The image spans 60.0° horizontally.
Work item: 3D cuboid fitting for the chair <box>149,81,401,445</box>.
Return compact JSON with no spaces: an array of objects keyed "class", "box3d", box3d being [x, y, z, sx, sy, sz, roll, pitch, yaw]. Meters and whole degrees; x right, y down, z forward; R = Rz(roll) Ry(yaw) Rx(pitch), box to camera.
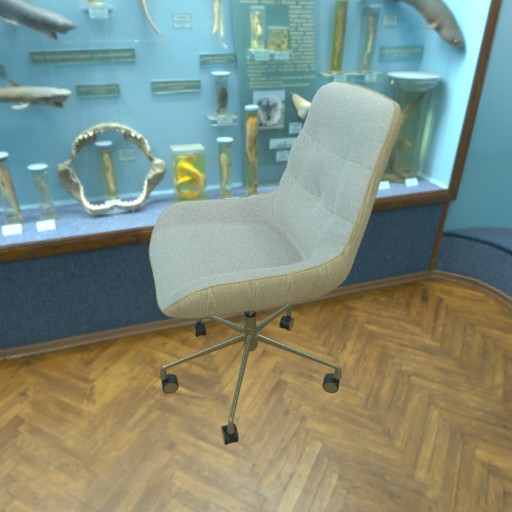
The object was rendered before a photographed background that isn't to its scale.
[{"class":"chair","box3d":[0.000,0.000,1.355,0.668,0.952,0.564,-8,31,-14]}]
